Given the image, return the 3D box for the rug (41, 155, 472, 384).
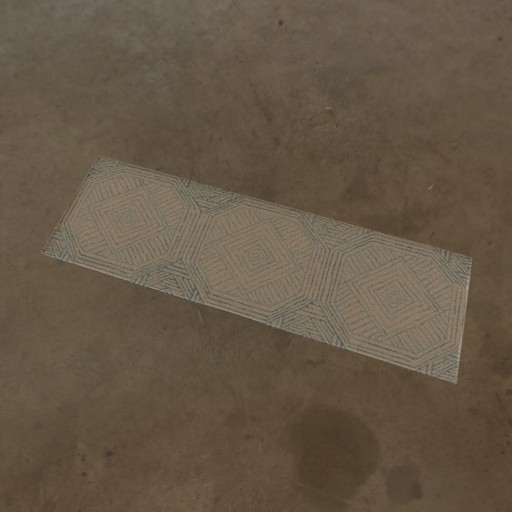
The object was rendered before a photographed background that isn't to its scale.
[{"bbox_3d":[0.000,0.000,2.636,2.452,0.012,0.775,16,65,8],"label":"rug"}]
